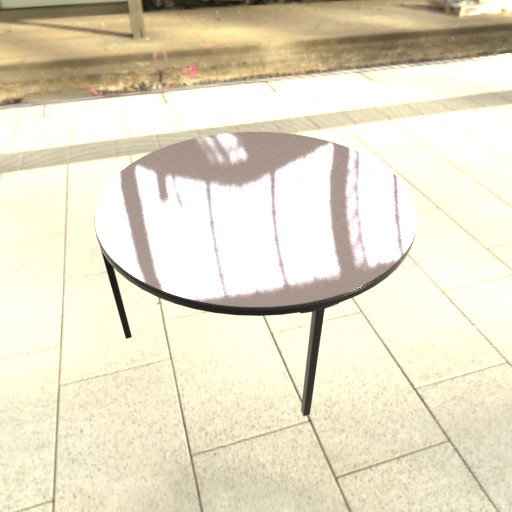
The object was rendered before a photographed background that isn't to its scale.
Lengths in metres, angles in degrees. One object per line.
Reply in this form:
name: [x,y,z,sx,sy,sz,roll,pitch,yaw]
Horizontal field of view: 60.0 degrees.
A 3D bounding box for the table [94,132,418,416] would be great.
table: [0.000,0.000,1.261,0.800,0.400,0.800,0,39,0]
